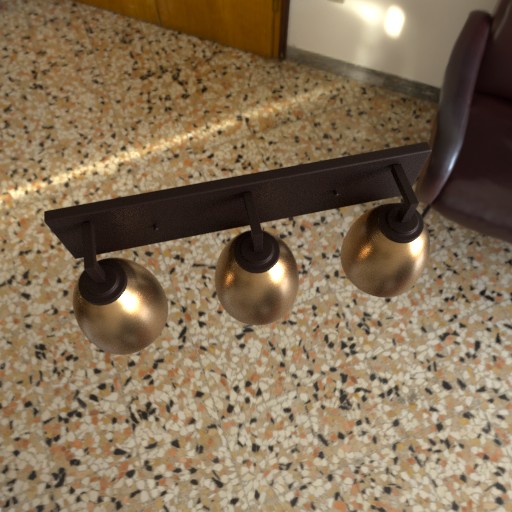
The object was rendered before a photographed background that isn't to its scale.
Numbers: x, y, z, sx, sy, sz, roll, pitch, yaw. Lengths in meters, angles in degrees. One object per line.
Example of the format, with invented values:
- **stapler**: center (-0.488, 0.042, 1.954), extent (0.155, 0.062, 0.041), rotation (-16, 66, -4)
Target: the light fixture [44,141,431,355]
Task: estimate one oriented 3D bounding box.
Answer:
- **light fixture**: center (0.000, 0.000, 0.670), extent (0.582, 0.204, 0.157), rotation (-11, 64, -6)
